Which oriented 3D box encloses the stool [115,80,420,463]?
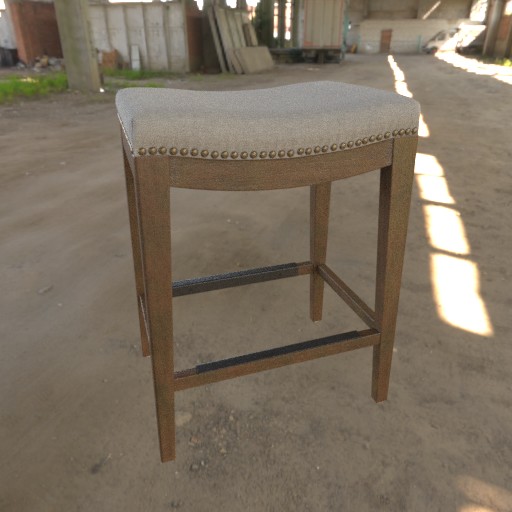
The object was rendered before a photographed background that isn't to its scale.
[{"bbox_3d":[0.000,0.000,0.936,0.508,0.660,0.356,-9,28,-17],"label":"stool"}]
